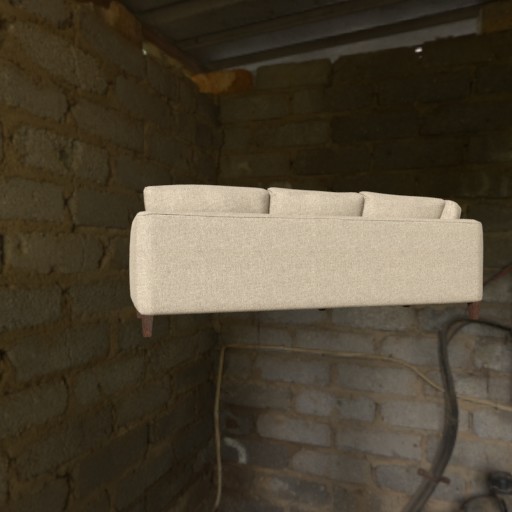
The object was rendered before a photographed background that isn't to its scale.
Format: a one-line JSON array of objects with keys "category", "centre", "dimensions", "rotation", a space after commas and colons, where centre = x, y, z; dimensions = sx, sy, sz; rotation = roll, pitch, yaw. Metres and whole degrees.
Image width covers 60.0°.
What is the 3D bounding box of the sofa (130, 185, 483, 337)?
[{"category": "sofa", "centre": [0.000, 0.000, 4.613], "dimensions": [2.593, 0.959, 3.460], "rotation": [0, 0, -17]}]
